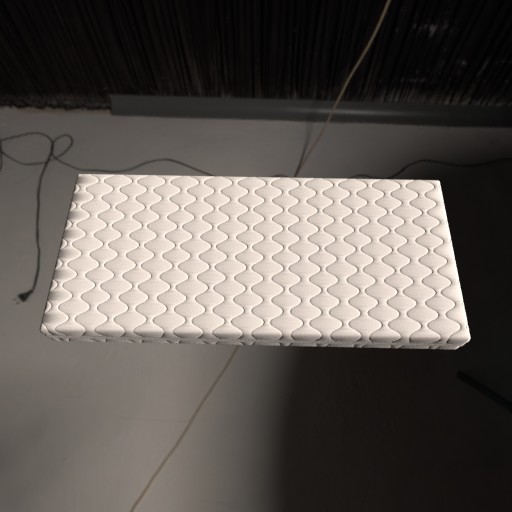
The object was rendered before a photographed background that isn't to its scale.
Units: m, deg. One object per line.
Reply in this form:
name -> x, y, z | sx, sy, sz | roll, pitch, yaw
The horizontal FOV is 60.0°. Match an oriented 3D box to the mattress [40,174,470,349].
mattress -> 0.000, 0.000, 2.305 | 2.000, 0.200, 0.900 | 1, 64, 1
